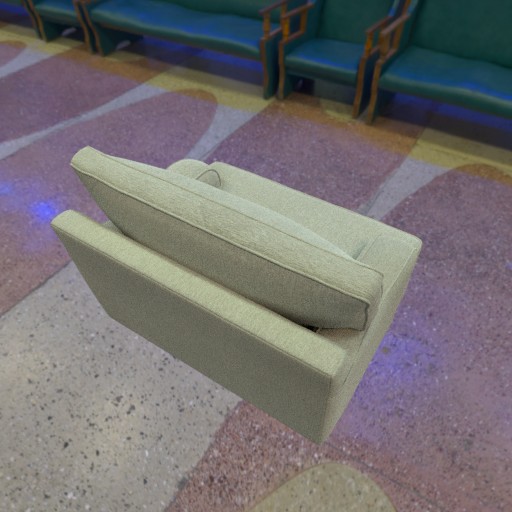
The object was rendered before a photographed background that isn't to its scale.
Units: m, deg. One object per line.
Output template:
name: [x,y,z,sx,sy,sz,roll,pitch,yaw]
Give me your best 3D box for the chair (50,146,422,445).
chair: [0.000,0.000,1.950,1.220,1.016,1.041,25,51,22]
